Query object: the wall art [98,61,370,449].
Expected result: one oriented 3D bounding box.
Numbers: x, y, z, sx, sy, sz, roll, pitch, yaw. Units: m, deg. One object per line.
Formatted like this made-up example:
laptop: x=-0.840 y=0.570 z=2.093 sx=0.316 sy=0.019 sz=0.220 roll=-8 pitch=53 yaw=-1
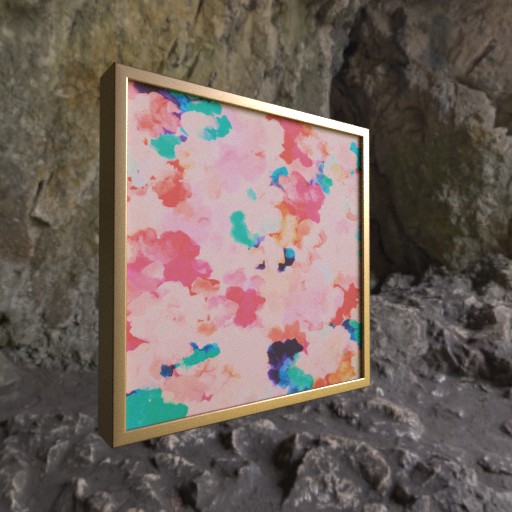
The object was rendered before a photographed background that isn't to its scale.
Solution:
wall art: x=0.000 y=0.000 z=0.452 sx=0.304 sy=0.305 sz=0.038 roll=1 pitch=-1 yaw=-36
